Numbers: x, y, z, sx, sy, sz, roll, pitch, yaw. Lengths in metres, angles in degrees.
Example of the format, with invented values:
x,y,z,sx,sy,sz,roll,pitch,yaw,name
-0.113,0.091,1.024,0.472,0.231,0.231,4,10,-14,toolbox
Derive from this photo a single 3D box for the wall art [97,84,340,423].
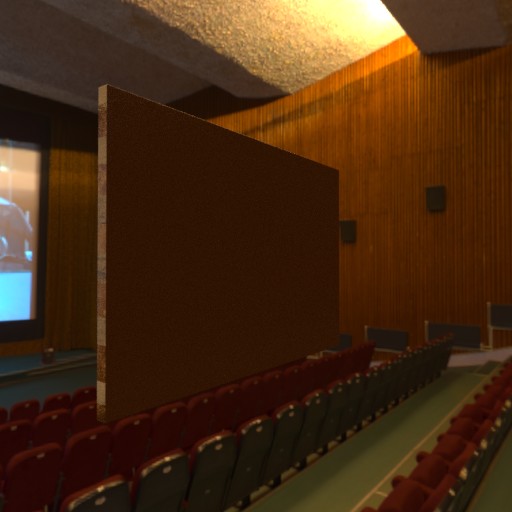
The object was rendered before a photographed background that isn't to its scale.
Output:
x,y,z,sx,sy,sz,roll,pitch,yaw,name
0.000,0.000,1.177,0.027,0.610,0.932,-1,-1,37,wall art
